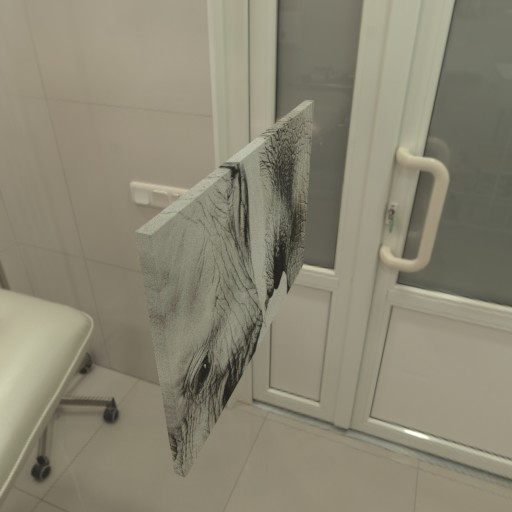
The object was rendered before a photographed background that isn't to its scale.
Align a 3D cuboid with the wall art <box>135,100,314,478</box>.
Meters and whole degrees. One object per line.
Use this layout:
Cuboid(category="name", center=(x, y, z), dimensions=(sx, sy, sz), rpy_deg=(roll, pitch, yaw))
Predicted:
Cuboid(category="wall art", center=(0.000, 0.000, 1.465), dimensions=(0.035, 0.758, 1.141), rpy_deg=(12, 34, 18))
